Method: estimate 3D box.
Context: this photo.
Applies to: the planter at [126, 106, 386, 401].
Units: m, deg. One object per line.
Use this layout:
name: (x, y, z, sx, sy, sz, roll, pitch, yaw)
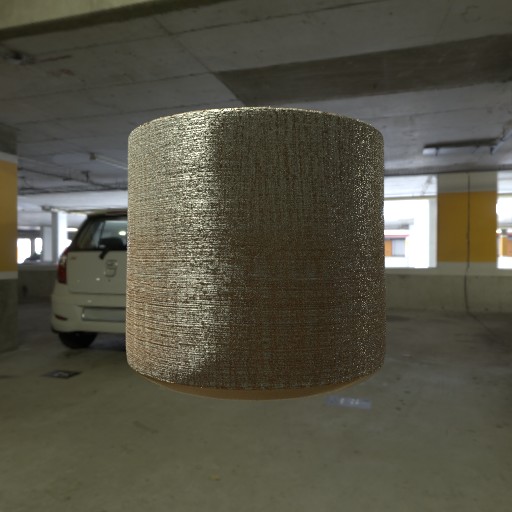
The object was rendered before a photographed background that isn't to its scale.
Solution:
planter: (0.000, 0.000, 0.315, 0.177, 0.157, 0.177, 0, 0, 0)
